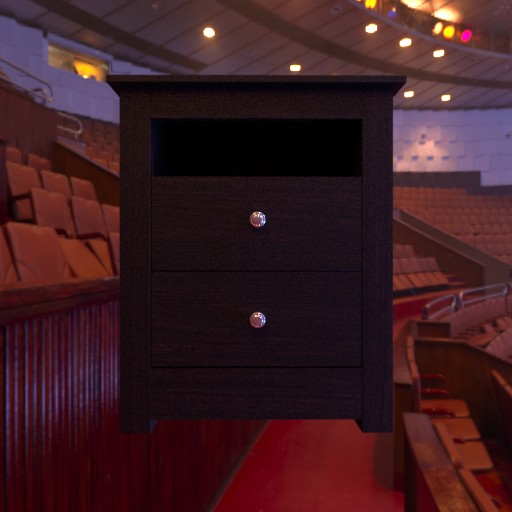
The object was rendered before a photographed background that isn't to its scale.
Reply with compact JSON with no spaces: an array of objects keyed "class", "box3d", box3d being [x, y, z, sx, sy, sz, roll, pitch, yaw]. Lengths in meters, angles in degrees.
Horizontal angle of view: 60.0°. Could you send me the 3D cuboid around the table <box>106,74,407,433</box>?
[{"class":"table","box3d":[0.000,0.000,1.070,0.591,0.711,0.406,0,0,0]}]
